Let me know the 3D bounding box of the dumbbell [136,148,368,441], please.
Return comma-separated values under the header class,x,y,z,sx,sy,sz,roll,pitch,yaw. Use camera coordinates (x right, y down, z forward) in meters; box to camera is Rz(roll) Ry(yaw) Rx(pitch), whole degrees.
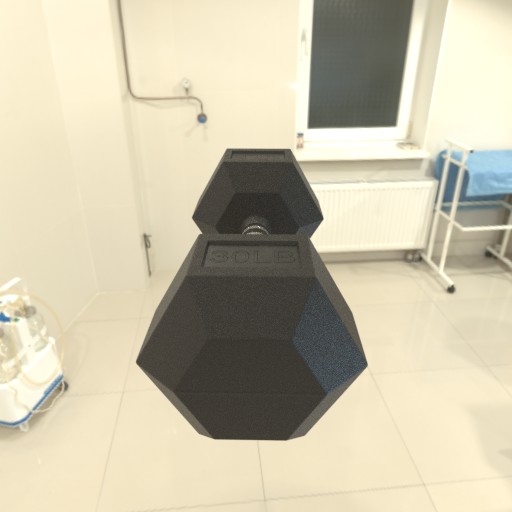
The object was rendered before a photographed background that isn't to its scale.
class,x,y,z,sx,sy,sz,roll,pitch,yaw
dumbbell,0.000,0.000,0.398,0.142,0.123,0.337,1,27,1
